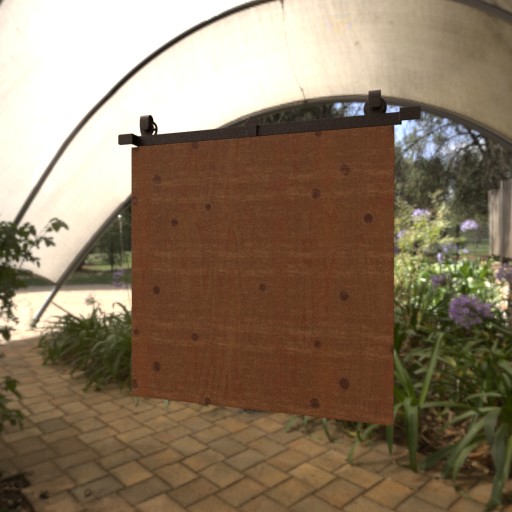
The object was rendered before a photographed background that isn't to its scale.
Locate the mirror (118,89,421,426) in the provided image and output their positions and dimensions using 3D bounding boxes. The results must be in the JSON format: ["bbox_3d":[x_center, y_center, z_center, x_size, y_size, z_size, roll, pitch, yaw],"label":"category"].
[{"bbox_3d":[0.000,0.000,1.160,0.805,0.800,0.054,0,0,18],"label":"mirror"}]
